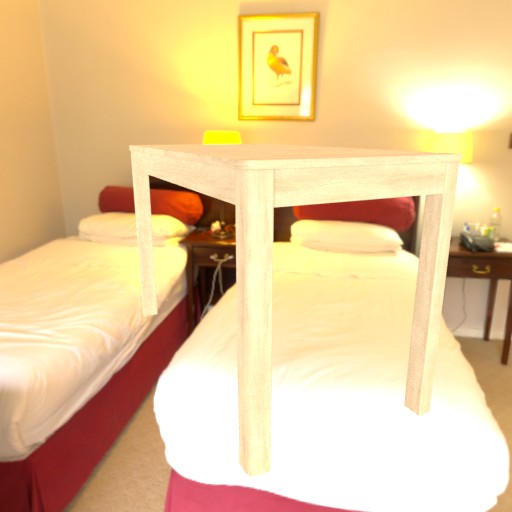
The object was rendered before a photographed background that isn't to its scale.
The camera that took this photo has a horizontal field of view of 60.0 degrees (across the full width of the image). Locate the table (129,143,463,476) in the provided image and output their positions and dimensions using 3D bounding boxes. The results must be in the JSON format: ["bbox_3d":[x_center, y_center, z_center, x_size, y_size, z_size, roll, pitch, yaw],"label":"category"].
[{"bbox_3d":[0.000,0.000,1.907,0.750,0.900,1.400,-8,17,-25],"label":"table"}]
